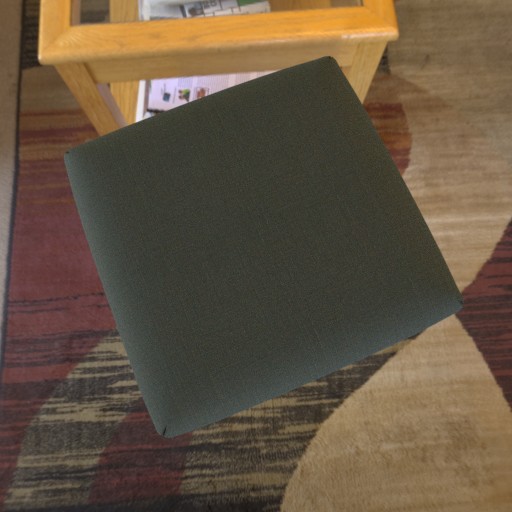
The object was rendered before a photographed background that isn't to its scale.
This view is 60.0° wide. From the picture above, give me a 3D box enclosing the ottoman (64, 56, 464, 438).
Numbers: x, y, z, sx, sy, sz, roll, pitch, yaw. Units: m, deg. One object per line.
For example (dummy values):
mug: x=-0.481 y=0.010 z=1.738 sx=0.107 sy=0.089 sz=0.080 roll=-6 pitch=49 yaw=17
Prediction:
ottoman: x=0.000 y=0.000 z=0.882 sx=0.507 sy=0.475 sz=0.497 roll=-22 pitch=77 yaw=-5
